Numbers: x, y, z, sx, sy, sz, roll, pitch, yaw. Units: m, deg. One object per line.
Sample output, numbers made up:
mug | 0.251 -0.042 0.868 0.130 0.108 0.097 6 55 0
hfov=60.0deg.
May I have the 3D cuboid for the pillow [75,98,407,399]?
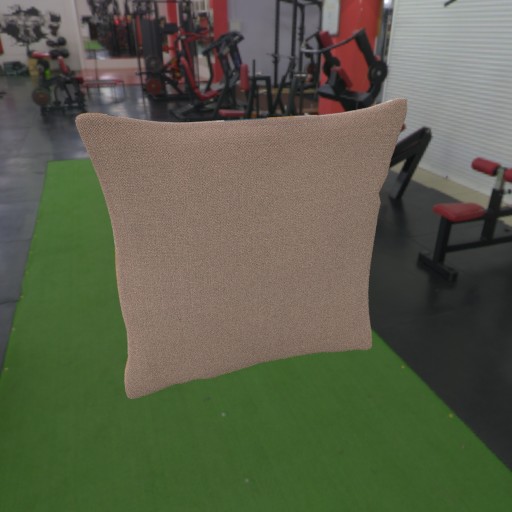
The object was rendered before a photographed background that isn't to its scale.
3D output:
pillow | 0.000 0.000 0.729 0.478 0.479 0.158 -8 28 -15
